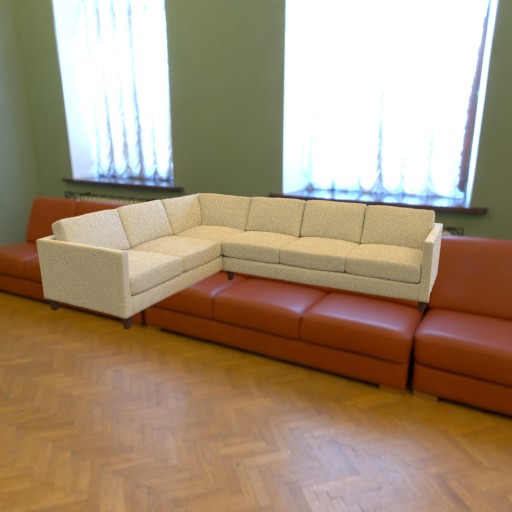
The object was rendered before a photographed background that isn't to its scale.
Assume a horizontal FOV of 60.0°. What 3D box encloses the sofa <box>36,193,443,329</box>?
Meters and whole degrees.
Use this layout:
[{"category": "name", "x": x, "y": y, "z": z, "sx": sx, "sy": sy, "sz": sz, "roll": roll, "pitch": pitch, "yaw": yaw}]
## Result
[{"category": "sofa", "x": 0.000, "y": 0.000, "z": 4.348, "sx": 3.182, "sy": 0.863, "sz": 2.432, "roll": 8, "pitch": 17, "yaw": 26}]
